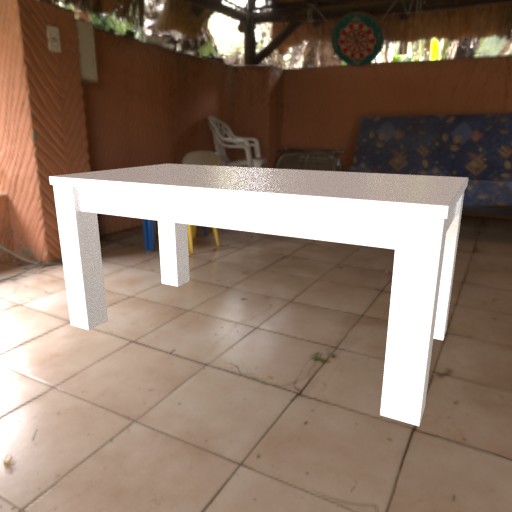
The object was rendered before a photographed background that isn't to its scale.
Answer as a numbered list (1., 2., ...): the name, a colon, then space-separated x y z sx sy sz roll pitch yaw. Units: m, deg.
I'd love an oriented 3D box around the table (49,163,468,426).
1. table: 0.000 0.000 2.234 1.800 0.790 0.900 8 18 27
